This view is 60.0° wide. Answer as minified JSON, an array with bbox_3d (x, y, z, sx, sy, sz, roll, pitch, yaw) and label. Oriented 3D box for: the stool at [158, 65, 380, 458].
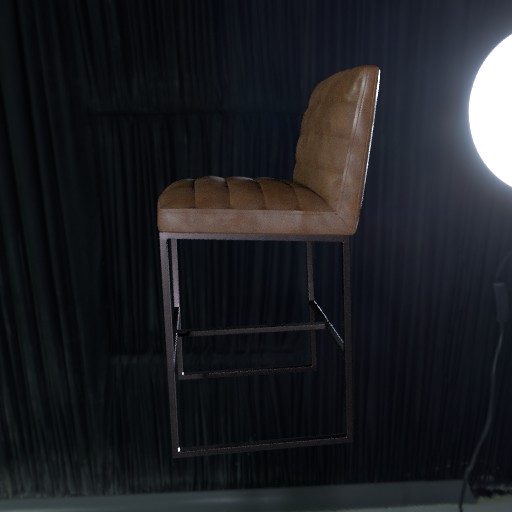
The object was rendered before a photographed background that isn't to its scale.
[{"bbox_3d":[0.000,0.000,1.370,0.562,1.065,0.463,-2,16,-7],"label":"stool"}]
